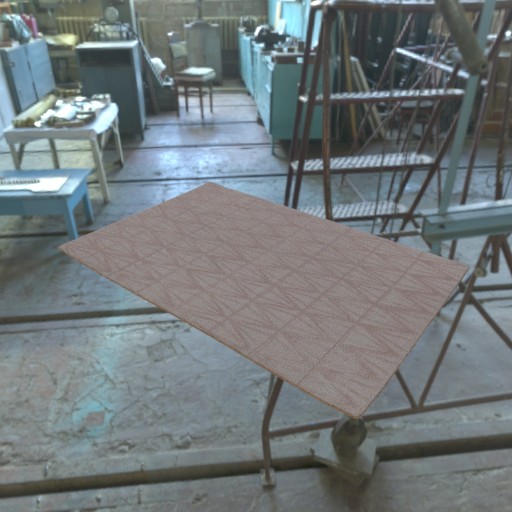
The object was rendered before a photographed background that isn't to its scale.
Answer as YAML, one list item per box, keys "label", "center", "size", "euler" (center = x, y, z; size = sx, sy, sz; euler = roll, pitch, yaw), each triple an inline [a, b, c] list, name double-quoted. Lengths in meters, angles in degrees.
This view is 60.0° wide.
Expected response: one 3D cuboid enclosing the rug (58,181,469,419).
- label: "rug"
  center: [0.000, 0.000, 2.348]
  size: [1.837, 0.025, 1.230]
  euler: [23, 38, 32]
